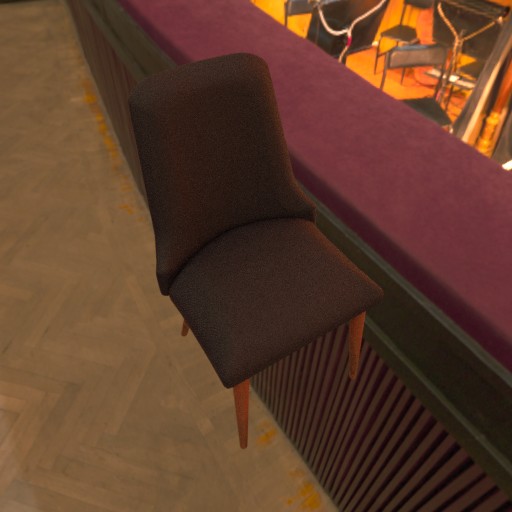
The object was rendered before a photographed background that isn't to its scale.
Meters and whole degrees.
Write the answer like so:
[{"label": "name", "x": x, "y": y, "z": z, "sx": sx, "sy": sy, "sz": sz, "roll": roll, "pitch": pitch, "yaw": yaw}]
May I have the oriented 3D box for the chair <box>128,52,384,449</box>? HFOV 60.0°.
[{"label": "chair", "x": 0.000, "y": 0.000, "z": 1.169, "sx": 0.504, "sy": 0.820, "sz": 0.567, "roll": -25, "pitch": 52, "yaw": -21}]
